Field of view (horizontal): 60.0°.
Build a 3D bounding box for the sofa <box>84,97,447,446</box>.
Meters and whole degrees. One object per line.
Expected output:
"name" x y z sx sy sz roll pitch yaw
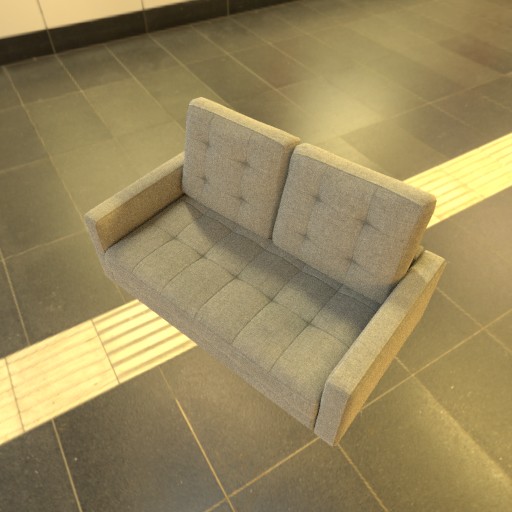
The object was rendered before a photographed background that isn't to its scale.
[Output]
"sofa" 0.000 0.000 1.998 1.407 0.907 0.842 31 54 25
